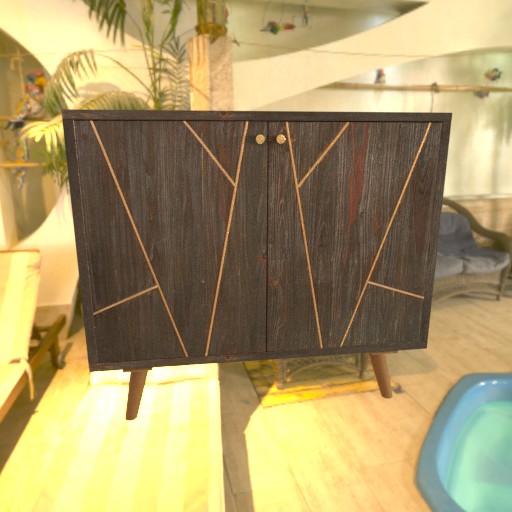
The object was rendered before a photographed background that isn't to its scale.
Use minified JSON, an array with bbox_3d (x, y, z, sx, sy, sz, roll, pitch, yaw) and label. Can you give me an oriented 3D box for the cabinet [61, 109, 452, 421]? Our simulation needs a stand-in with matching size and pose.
[{"bbox_3d":[0.000,0.000,1.483,1.023,0.897,0.529,-2,15,-8],"label":"cabinet"}]
